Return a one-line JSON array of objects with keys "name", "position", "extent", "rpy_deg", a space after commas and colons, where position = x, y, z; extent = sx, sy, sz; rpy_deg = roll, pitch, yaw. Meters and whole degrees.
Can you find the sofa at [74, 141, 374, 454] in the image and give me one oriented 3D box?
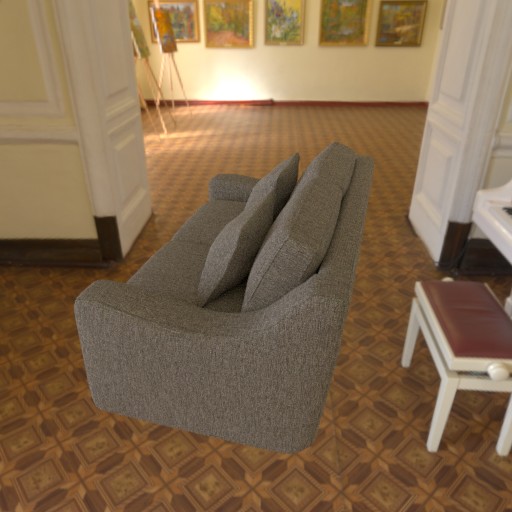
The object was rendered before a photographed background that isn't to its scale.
[{"name": "sofa", "position": [0.000, 0.000, 2.449], "extent": [1.120, 0.991, 1.778], "rpy_deg": [8, 29, 14]}]
